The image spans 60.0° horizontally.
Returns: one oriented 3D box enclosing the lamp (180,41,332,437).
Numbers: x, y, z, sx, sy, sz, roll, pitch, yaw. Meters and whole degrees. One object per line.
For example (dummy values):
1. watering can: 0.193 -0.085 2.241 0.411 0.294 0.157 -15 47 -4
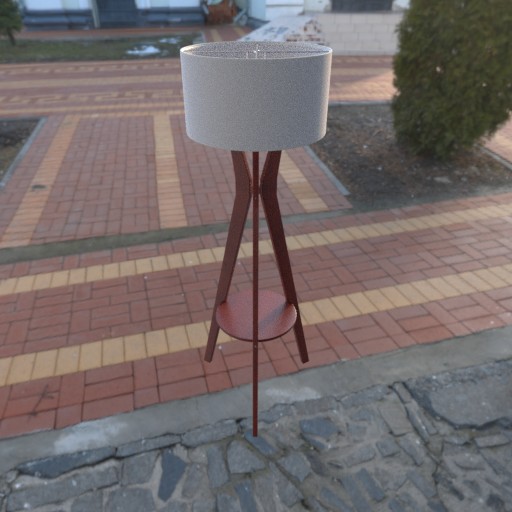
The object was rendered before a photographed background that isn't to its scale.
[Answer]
1. lamp: 0.000 0.000 1.737 0.539 1.472 0.542 0 31 1
